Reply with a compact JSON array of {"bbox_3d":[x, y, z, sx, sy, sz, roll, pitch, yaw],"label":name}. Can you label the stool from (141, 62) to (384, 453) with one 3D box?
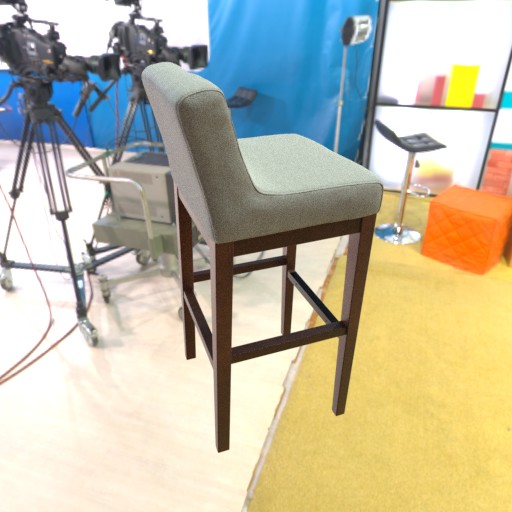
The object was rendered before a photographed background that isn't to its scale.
[{"bbox_3d":[0.000,0.000,1.318,0.500,1.037,0.511,-10,30,-18],"label":"stool"}]
